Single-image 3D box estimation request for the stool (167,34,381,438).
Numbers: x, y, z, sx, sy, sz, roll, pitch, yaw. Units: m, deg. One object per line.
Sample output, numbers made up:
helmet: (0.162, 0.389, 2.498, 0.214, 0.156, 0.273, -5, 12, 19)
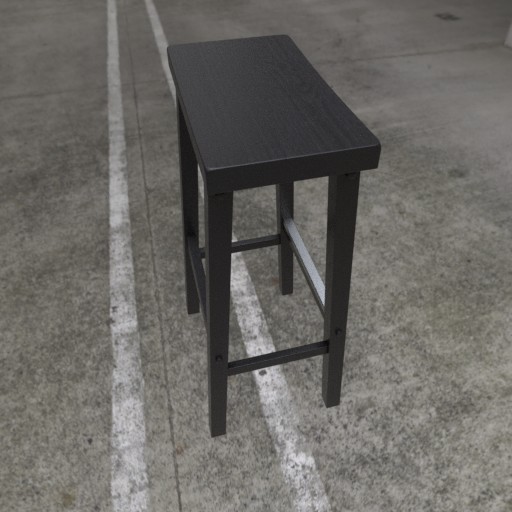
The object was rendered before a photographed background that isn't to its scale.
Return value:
stool: (0.000, 0.000, 0.945, 0.322, 0.742, 0.406, -11, 46, -10)
